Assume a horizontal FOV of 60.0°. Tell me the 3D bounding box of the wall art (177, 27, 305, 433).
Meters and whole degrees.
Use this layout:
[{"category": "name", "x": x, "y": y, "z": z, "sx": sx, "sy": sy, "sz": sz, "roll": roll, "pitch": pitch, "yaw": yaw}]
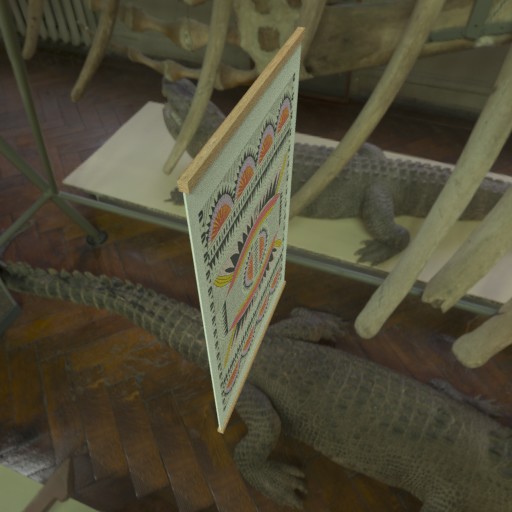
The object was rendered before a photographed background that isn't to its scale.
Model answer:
[{"category": "wall art", "x": 0.000, "y": 0.000, "z": 1.921, "sx": 0.028, "sy": 1.533, "sz": 0.999, "roll": 15, "pitch": 49, "yaw": 14}]
